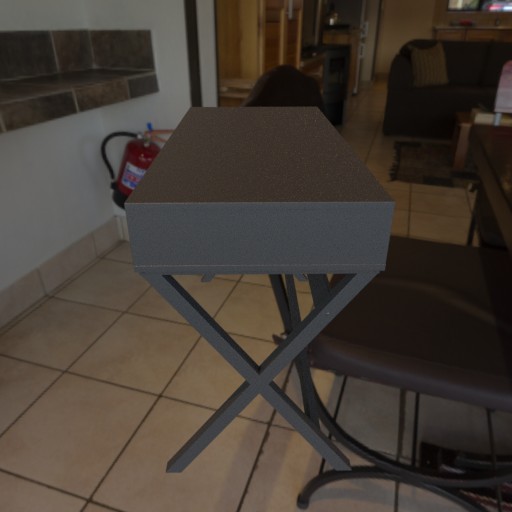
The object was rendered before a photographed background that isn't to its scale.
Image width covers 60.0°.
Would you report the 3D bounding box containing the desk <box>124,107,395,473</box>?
[{"bbox_3d":[0.000,0.000,1.472,0.504,0.780,1.057,0,28,-1],"label":"desk"}]
